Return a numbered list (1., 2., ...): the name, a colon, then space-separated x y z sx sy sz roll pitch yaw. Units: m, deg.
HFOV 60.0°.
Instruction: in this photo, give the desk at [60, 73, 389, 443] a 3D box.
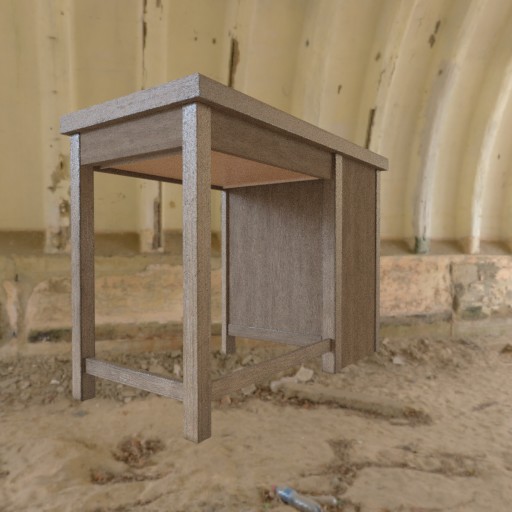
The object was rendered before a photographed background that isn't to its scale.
1. desk: 0.000 0.000 1.764 0.610 0.912 1.289 1 2 36
